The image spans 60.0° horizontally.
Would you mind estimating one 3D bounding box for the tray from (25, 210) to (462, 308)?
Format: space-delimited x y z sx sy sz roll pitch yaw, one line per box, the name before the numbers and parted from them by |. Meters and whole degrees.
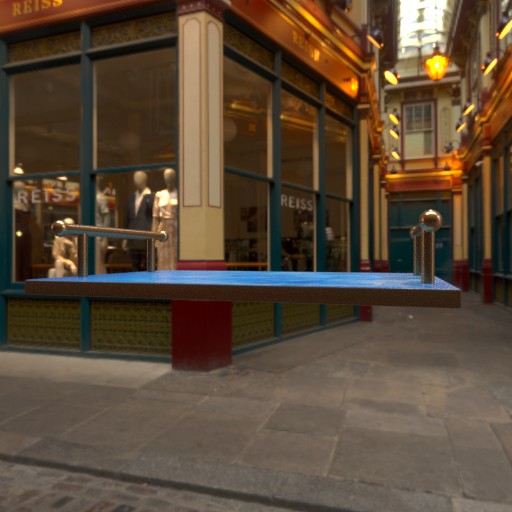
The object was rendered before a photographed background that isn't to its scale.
tray | 0.000 0.000 0.570 0.444 0.084 0.304 0 0 17
